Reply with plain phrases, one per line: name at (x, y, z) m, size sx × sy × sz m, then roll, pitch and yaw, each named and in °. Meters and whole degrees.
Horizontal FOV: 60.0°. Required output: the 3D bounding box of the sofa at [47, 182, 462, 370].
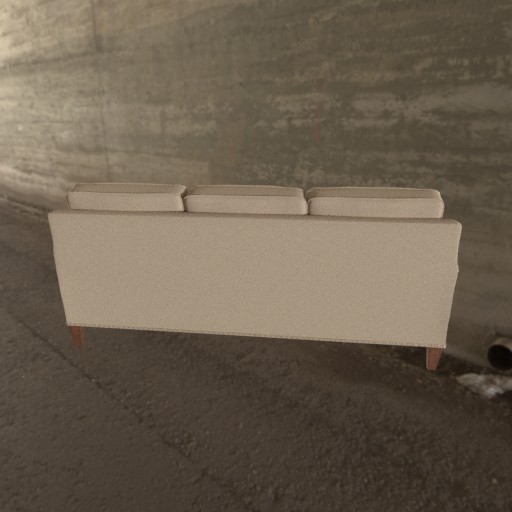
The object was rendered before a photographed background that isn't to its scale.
sofa at (0.000, 0.000, 2.877) m, size 2.246 × 1.003 × 1.084 m, roll 2°, pitch 17°, yaw 7°
